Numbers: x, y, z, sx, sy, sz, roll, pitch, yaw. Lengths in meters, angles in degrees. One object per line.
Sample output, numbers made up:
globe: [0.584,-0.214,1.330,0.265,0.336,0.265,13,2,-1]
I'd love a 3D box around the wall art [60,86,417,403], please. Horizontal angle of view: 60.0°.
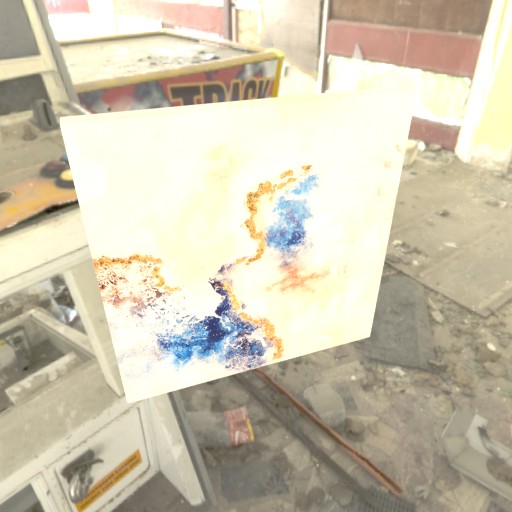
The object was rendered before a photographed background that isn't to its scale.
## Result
wall art: [0.000,0.000,1.569,1.061,1.061,0.071,-11,35,-17]
